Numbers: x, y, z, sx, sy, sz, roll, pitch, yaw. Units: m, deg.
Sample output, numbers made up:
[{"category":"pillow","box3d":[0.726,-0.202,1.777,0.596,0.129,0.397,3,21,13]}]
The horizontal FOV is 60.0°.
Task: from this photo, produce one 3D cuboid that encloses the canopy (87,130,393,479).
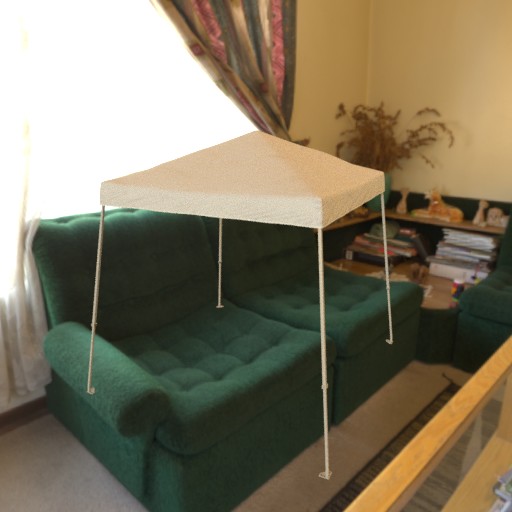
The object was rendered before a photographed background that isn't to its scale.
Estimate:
[{"category":"canopy","box3d":[0.000,0.000,6.587,3.600,3.600,3.599,8,18,26]}]
